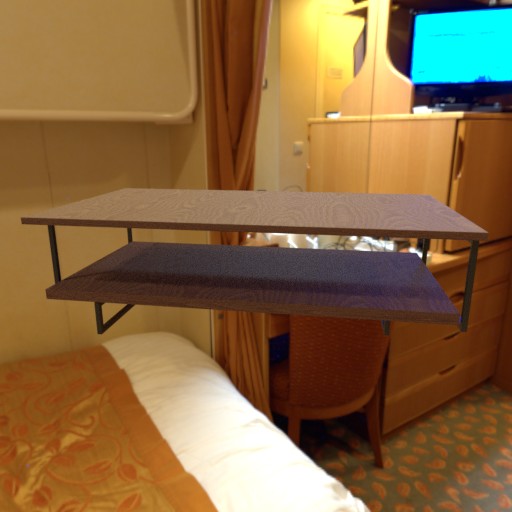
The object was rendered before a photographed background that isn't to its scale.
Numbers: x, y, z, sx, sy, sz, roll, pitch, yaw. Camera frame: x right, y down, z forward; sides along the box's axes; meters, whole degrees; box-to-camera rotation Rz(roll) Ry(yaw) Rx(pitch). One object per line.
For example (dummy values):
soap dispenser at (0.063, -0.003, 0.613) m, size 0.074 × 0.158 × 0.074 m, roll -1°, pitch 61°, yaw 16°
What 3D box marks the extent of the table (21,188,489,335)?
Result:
table at (0.000, 0.000, 1.473) m, size 1.197 × 0.347 × 0.651 m, roll 3°, pitch 16°, yaw 9°
